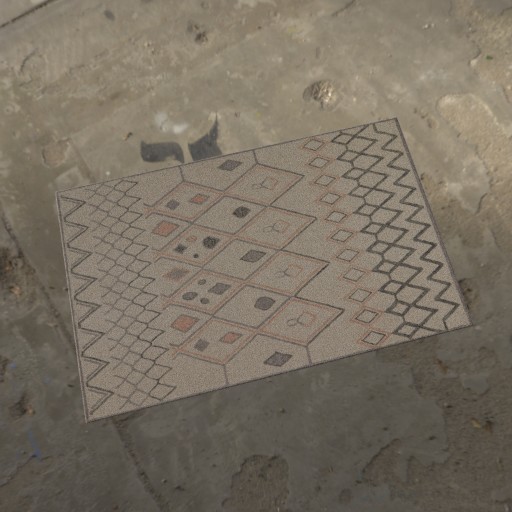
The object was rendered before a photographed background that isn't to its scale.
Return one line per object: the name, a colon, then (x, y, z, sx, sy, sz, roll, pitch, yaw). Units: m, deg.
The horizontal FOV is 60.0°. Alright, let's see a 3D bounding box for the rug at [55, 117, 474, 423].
rug: (0.000, 0.000, 2.895, 2.438, 0.015, 1.524, -13, 75, -4)
